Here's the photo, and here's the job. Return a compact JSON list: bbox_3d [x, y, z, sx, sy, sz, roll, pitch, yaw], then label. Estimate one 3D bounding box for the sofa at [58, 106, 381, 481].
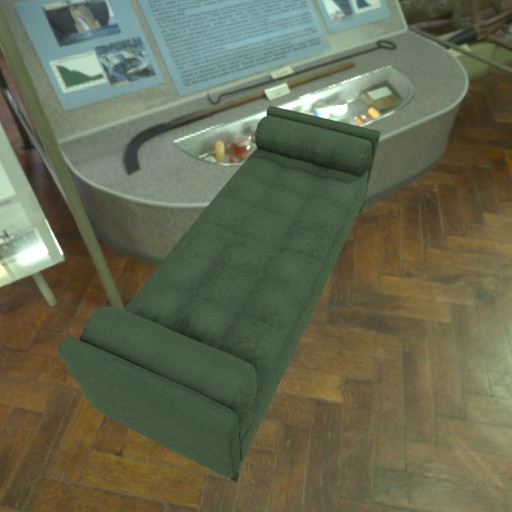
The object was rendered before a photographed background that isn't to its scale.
[{"bbox_3d":[0.000,0.000,2.504,0.817,0.681,2.130,19,50,17],"label":"sofa"}]
